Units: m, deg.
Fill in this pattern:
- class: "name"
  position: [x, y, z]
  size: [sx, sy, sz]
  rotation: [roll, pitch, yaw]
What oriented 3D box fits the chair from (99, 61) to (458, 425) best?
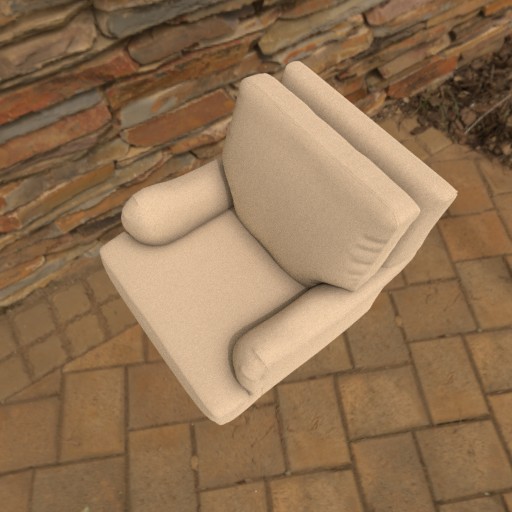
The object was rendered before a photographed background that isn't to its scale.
- class: "chair"
  position: [0.000, 0.000, 1.854]
  size: [1.078, 1.076, 0.895]
  rotation: [-34, 67, -17]
